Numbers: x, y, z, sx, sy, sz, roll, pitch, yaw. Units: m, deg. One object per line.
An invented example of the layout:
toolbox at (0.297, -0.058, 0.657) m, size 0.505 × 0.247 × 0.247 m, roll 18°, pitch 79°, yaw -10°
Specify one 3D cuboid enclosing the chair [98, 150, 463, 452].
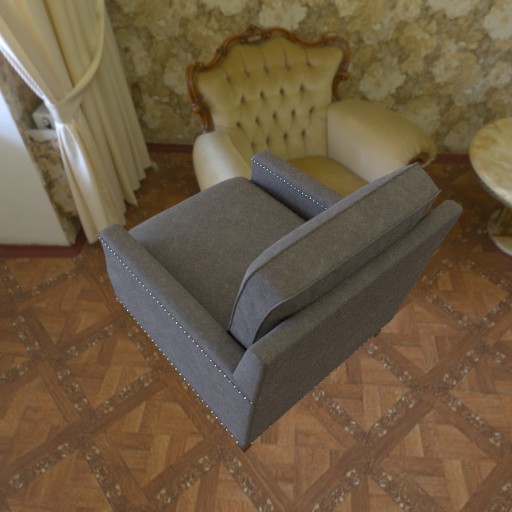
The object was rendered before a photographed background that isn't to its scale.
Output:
chair at (0.000, 0.000, 1.685) m, size 0.853 × 0.948 × 1.014 m, roll -32°, pitch 54°, yaw -27°
